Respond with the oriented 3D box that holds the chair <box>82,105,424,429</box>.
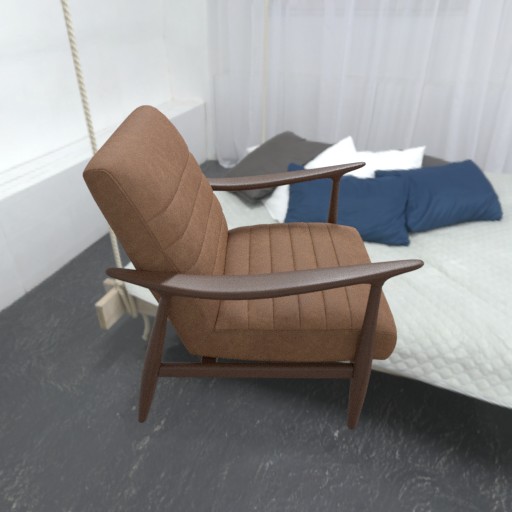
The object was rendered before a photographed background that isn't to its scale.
[{"bbox_3d":[0.000,0.000,1.428,0.798,0.832,0.741,0,32,0],"label":"chair"}]
